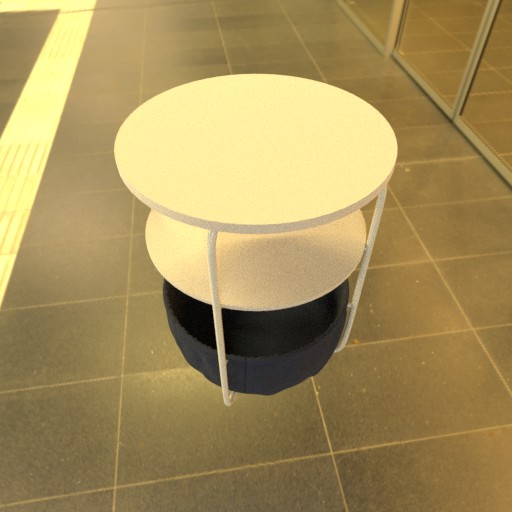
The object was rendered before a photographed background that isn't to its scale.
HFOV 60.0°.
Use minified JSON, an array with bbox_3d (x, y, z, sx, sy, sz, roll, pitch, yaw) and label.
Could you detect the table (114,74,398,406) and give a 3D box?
[{"bbox_3d":[0.000,0.000,0.860,0.418,0.532,0.418,-21,49,-19],"label":"table"}]
